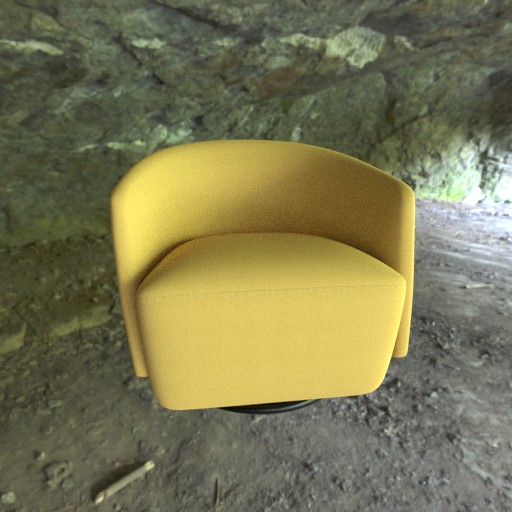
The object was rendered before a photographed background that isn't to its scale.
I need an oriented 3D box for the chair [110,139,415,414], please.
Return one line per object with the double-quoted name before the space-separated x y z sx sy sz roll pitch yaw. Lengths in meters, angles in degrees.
"chair" 0.000 0.000 1.378 0.773 0.698 0.767 -2 15 -8
